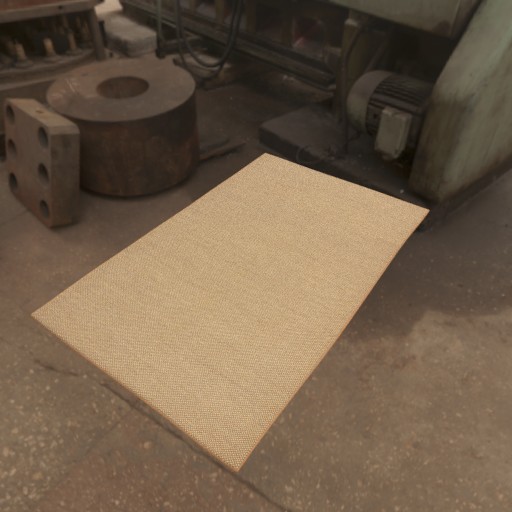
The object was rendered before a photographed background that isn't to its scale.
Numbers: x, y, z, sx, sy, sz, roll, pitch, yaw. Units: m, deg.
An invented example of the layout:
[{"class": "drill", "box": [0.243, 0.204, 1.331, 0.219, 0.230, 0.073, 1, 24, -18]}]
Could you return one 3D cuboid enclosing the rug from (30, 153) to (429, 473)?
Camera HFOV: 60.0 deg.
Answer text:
[{"class": "rug", "box": [0.000, 0.000, 2.078, 1.078, 0.013, 1.678, 26, 47, 26]}]
